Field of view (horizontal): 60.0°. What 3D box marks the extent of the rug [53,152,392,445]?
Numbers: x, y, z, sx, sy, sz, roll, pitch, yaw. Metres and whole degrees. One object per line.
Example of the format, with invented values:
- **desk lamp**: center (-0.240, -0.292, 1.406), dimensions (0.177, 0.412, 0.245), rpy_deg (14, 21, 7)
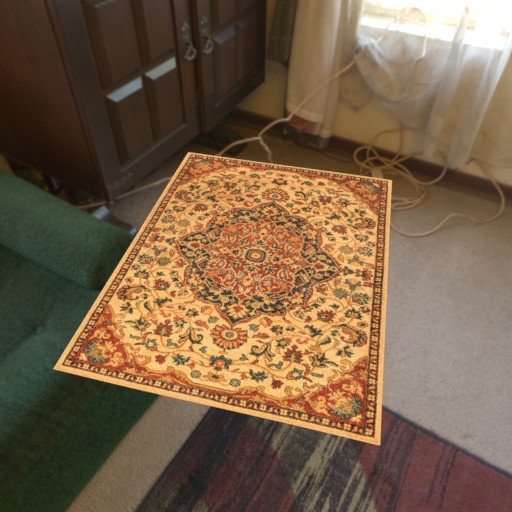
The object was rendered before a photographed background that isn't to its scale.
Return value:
- **rug**: center (0.000, 0.000, 4.218), dimensions (2.454, 0.005, 3.067), rpy_deg (10, 47, 9)
